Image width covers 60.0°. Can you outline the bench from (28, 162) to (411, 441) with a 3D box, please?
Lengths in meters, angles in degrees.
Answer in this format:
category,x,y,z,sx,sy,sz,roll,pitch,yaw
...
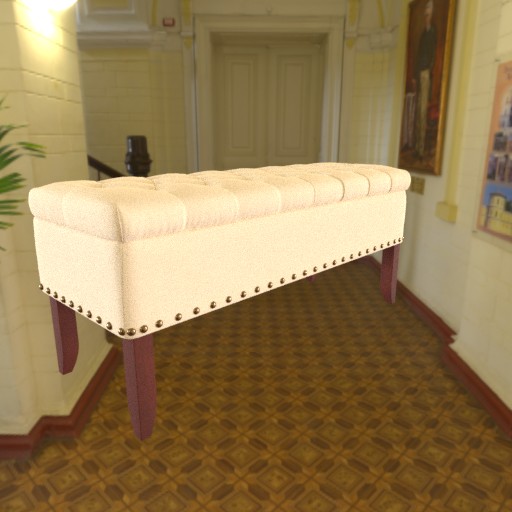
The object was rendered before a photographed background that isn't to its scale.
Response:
category,x,y,z,sx,sy,sz,roll,pitch,yaw
bench,0.000,0.000,1.249,0.400,0.470,1.054,14,21,42
